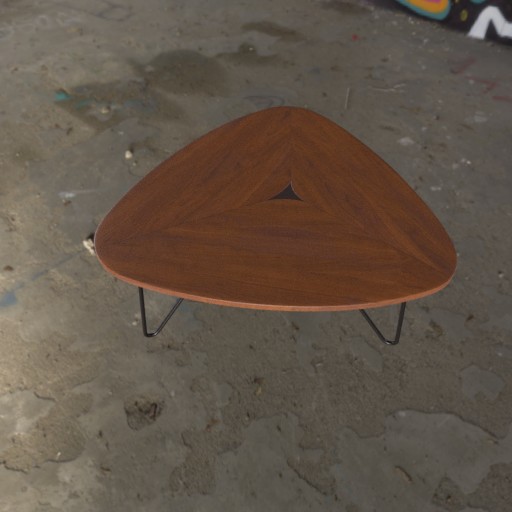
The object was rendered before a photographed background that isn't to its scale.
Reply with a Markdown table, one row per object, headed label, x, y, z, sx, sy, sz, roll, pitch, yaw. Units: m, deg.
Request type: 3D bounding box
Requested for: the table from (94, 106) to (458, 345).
| label | x | y | z | sx | sy | sz | roll | pitch | yaw |
| --- | --- | --- | --- | --- | --- | --- | --- | --- | --- |
| table | 0.000 | 0.000 | 1.297 | 0.821 | 0.413 | 0.833 | -18 | 50 | -16 |
